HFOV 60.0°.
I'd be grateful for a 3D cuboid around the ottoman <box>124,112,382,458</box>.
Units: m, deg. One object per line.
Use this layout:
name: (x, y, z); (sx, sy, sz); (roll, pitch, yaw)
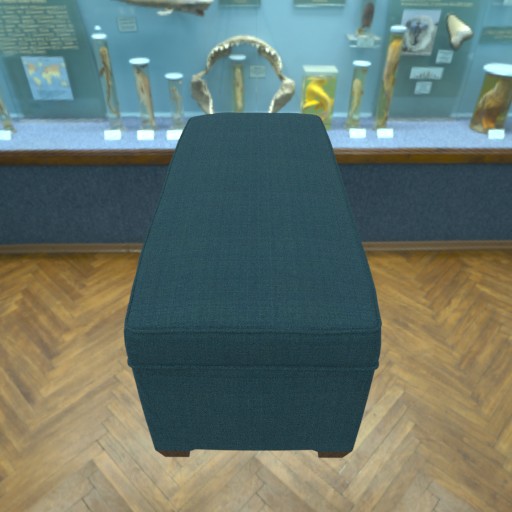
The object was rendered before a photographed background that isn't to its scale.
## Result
ottoman: (0.000, 0.000, 1.213); (0.474, 0.474, 0.943); (0, 39, 0)
